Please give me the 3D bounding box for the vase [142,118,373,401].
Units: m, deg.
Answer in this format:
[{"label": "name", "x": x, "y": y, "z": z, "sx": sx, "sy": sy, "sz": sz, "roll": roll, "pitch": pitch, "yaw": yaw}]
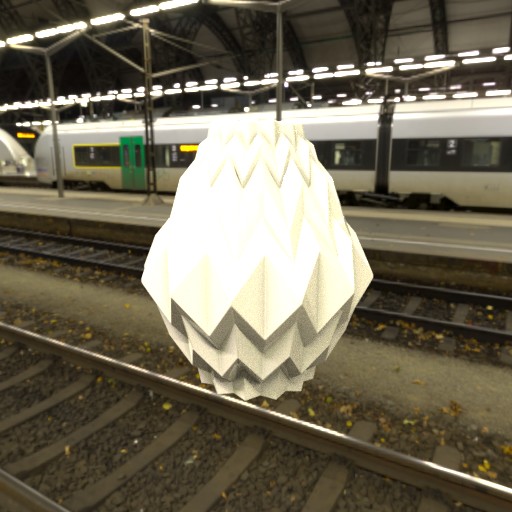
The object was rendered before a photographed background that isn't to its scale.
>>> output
[{"label": "vase", "x": 0.000, "y": 0.000, "z": 0.319, "sx": 0.164, "sy": 0.185, "sz": 0.164, "roll": 0, "pitch": 12, "yaw": 0}]
